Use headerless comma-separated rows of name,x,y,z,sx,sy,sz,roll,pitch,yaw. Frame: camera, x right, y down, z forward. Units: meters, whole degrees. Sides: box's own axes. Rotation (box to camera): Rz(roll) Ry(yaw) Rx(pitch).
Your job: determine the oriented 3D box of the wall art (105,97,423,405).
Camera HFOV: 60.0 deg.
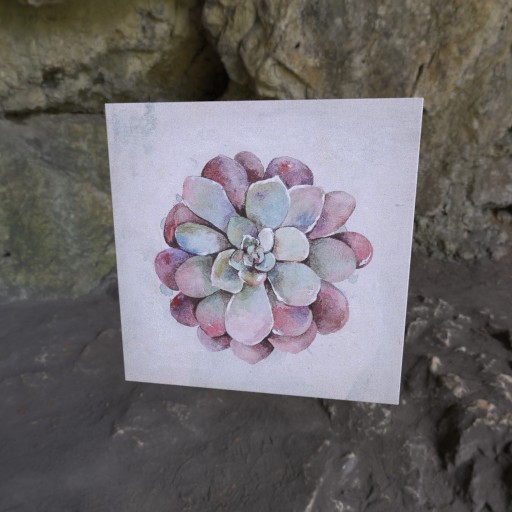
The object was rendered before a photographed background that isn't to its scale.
wall art,0.000,0.000,1.152,0.762,0.762,0.041,2,13,9
